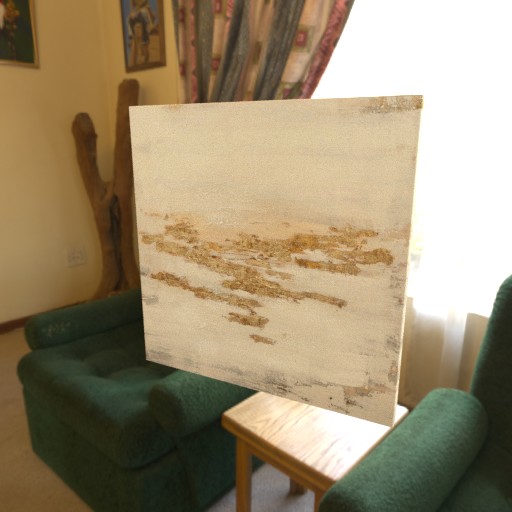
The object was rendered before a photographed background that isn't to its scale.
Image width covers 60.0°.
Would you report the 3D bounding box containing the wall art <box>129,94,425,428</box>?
[{"bbox_3d":[0.000,0.000,1.145,0.753,0.755,0.038,7,16,26],"label":"wall art"}]
